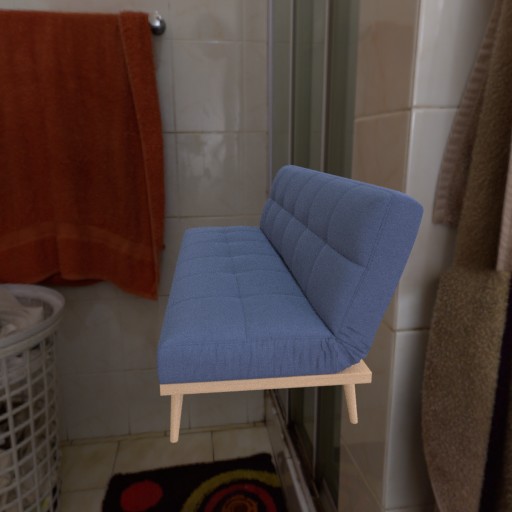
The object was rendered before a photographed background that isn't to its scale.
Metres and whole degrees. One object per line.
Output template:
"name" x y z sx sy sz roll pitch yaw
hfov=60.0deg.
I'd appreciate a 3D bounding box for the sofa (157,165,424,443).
"sofa" 0.000 0.000 2.174 0.796 0.800 1.800 -2 14 -6
